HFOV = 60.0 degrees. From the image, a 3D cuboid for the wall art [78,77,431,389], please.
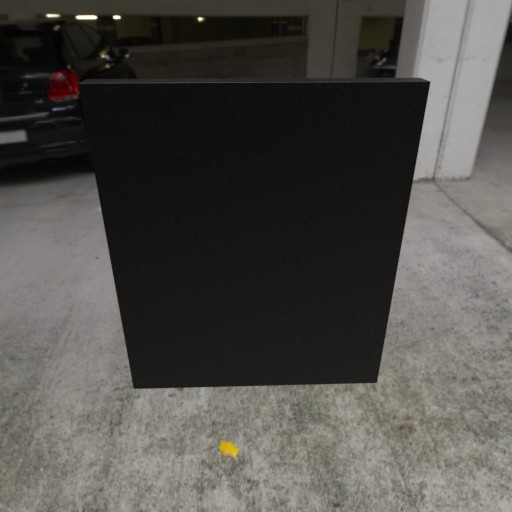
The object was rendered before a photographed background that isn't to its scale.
[{"bbox_3d":[0.000,0.000,0.512,0.325,0.380,0.028,-1,29,-2],"label":"wall art"}]
